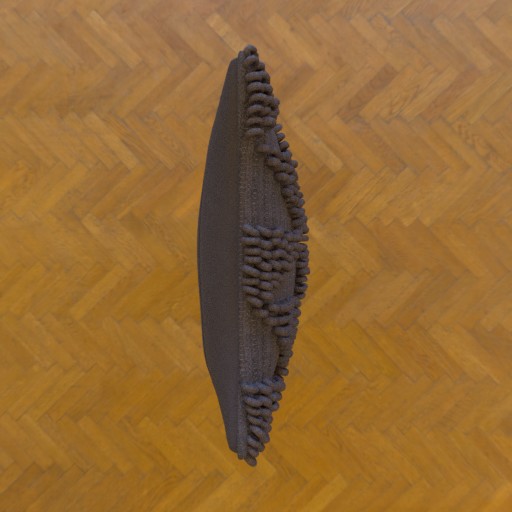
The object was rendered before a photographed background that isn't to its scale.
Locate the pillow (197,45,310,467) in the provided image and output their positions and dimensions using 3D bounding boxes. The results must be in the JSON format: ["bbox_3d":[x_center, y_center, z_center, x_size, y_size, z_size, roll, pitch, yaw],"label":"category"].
[{"bbox_3d":[0.000,0.000,0.709,0.172,0.467,0.470,0,90,2],"label":"pillow"}]
